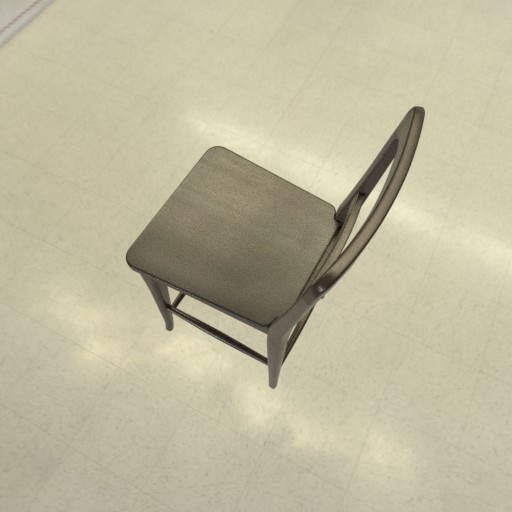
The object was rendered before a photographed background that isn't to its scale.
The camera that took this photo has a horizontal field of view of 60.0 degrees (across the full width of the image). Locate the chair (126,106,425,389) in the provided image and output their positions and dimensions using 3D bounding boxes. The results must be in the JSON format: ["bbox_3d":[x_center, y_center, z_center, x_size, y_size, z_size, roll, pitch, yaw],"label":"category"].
[{"bbox_3d":[0.000,0.000,1.237,0.546,0.991,0.450,27,66,13],"label":"chair"}]
